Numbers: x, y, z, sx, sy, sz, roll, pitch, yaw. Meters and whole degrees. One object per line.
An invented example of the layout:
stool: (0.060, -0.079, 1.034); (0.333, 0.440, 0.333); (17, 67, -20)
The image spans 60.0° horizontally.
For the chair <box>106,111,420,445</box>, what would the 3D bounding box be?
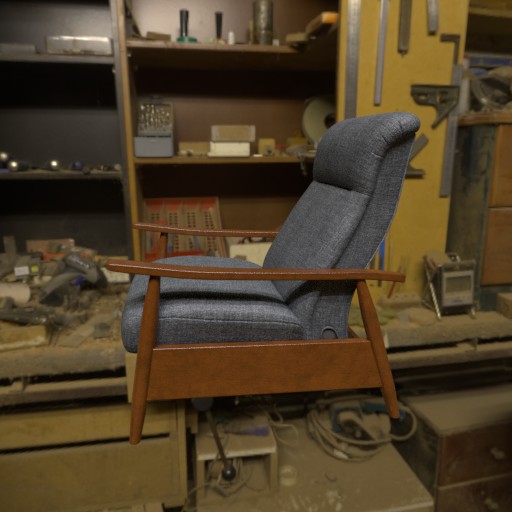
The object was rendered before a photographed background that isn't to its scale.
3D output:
chair: (0.000, 0.000, 1.775); (1.030, 1.082, 0.762); (-2, 14, -9)
